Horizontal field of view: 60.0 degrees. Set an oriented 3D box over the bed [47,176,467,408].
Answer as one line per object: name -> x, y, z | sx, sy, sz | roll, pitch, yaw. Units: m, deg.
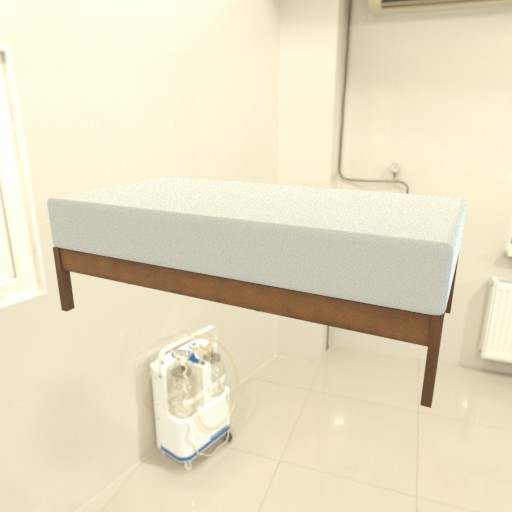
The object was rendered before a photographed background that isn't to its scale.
bed -> 0.000, 0.000, 2.322 | 1.902, 0.616, 0.961 | 9, 19, 25
